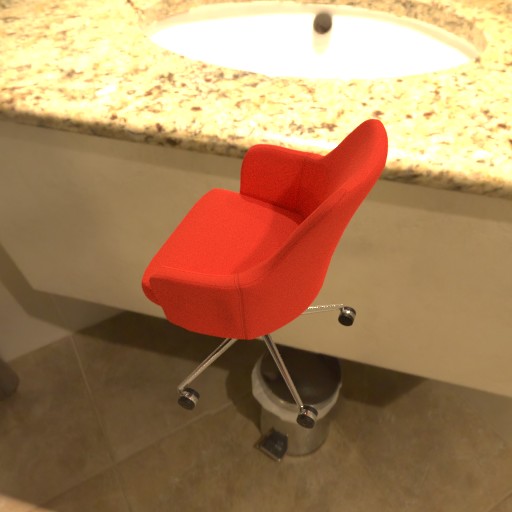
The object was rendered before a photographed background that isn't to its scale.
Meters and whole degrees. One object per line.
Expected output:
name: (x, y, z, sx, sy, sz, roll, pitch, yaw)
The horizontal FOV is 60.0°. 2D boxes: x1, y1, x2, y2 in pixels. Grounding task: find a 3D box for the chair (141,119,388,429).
chair: (0.000, 0.000, 1.252, 0.600, 0.820, 0.655, 17, 49, 15)
